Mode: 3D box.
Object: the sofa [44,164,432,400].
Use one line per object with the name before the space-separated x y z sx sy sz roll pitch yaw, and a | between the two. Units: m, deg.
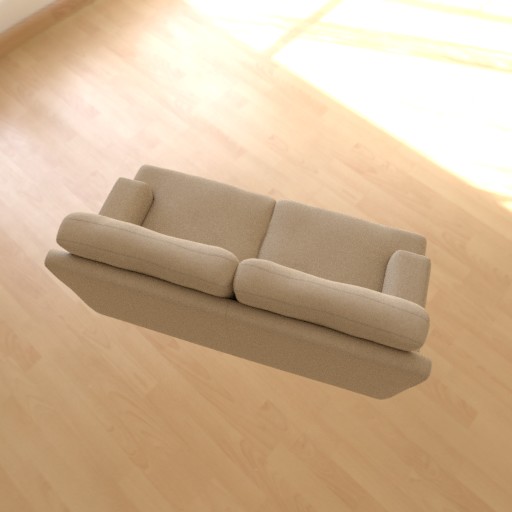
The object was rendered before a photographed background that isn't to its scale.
sofa | 0.000 0.000 2.473 1.885 0.967 0.962 15 65 7
